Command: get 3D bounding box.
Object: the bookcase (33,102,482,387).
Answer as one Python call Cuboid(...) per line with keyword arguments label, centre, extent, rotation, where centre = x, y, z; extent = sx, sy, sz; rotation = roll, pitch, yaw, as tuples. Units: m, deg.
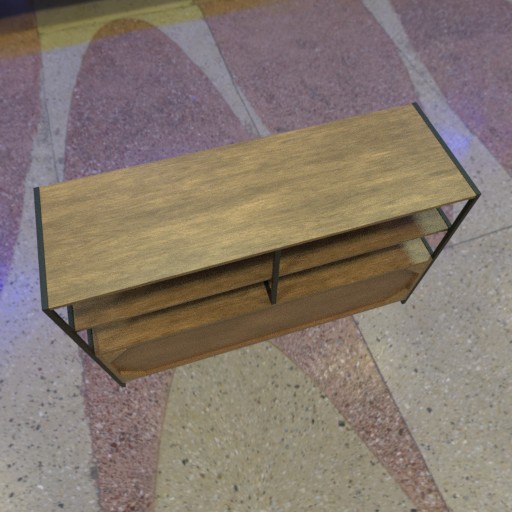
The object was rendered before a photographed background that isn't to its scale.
Cuboid(label="bookcase", centre=(0.000, 0.000, 1.503), extent=(1.149, 0.712, 0.391), rotation=(-15, 61, -9))
